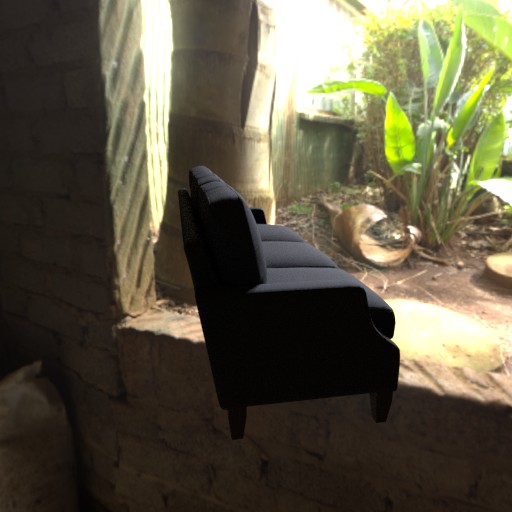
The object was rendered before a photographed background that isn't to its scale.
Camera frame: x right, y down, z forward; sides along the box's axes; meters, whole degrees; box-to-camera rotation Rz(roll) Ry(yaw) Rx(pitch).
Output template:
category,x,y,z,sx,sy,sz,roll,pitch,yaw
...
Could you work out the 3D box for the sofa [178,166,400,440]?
category,x,y,z,sx,sy,sz,roll,pitch,yaw
sofa,0.000,0.000,2.688,0.888,0.984,2.115,-3,15,-10
